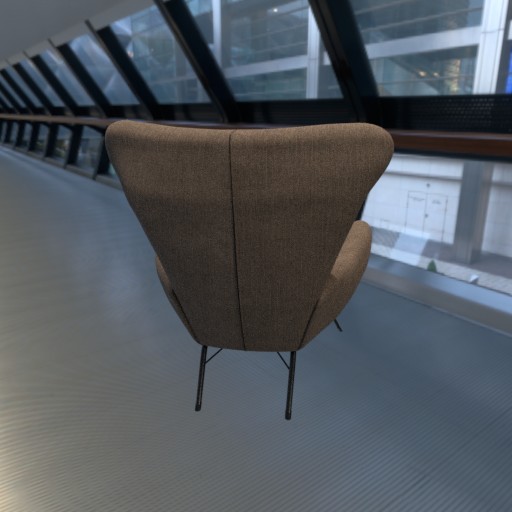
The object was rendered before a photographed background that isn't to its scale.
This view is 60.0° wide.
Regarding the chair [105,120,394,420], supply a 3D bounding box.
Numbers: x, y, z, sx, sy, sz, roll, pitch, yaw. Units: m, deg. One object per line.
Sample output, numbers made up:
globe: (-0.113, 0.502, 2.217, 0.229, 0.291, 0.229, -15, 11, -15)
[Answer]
chair: (0.000, 0.000, 1.776, 0.980, 1.040, 0.900, 2, 17, 7)
